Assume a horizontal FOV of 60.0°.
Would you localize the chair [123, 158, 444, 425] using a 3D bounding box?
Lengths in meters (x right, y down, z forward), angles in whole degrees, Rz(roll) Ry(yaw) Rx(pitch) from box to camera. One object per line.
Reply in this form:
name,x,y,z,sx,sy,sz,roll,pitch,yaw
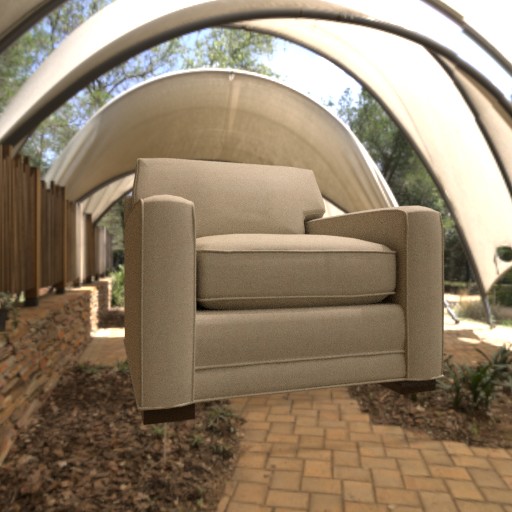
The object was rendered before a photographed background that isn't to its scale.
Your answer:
chair,0.000,0.000,1.801,0.998,0.913,1.043,0,0,-19
